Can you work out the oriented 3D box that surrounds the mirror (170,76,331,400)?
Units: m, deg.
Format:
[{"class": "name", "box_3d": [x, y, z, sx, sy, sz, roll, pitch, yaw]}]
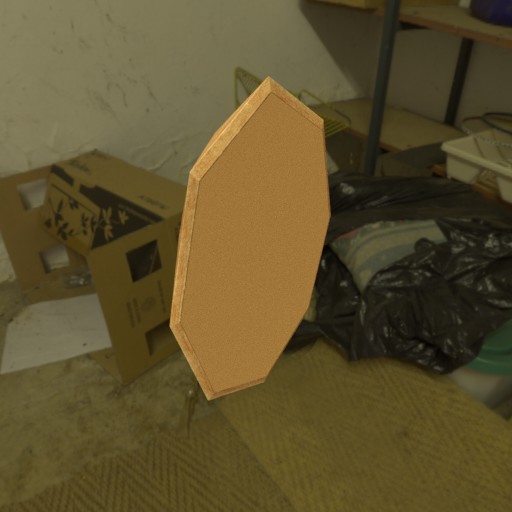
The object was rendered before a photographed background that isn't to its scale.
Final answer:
[{"class": "mirror", "box_3d": [0.000, 0.000, 1.010, 0.070, 0.774, 0.577, 22, 38, 32]}]
